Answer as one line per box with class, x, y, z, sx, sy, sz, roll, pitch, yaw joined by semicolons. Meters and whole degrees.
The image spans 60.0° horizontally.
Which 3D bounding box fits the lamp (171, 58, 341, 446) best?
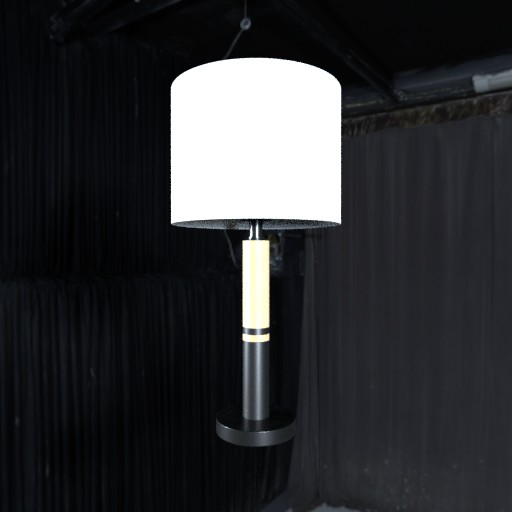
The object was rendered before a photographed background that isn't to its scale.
lamp;0.000;0.000;0.813;0.305;0.640;0.305;0;0;35
